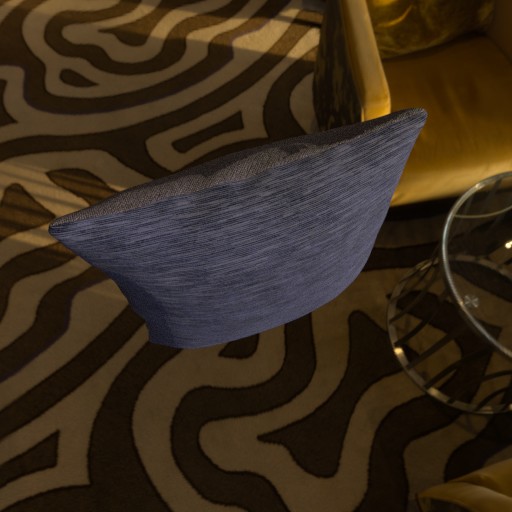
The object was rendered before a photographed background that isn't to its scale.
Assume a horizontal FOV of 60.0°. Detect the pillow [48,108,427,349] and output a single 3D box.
[{"bbox_3d":[0.000,0.000,0.679,0.452,0.439,0.204,-19,65,-9],"label":"pillow"}]
